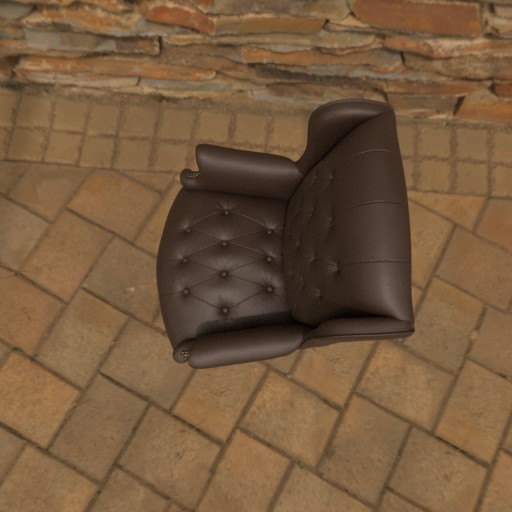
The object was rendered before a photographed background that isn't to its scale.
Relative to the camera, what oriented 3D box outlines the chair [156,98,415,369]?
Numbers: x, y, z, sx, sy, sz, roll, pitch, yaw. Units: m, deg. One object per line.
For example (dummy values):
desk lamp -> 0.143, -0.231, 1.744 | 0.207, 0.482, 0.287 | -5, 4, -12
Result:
chair -> 0.000, 0.000, 1.678 | 0.819, 1.132, 0.829 | 0, 76, 0
